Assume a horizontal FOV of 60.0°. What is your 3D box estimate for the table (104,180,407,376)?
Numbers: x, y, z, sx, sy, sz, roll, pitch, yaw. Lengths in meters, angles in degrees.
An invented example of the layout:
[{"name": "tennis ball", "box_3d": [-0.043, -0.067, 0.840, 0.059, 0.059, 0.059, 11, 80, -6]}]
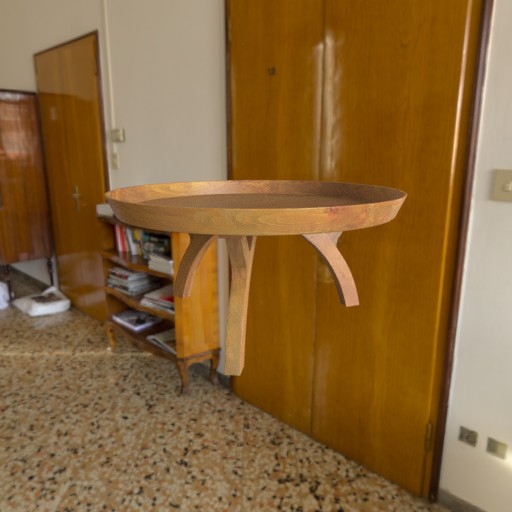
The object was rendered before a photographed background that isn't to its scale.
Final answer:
[{"name": "table", "box_3d": [0.000, 0.000, 1.587, 1.016, 0.470, 1.016, 0, 13, 0]}]
